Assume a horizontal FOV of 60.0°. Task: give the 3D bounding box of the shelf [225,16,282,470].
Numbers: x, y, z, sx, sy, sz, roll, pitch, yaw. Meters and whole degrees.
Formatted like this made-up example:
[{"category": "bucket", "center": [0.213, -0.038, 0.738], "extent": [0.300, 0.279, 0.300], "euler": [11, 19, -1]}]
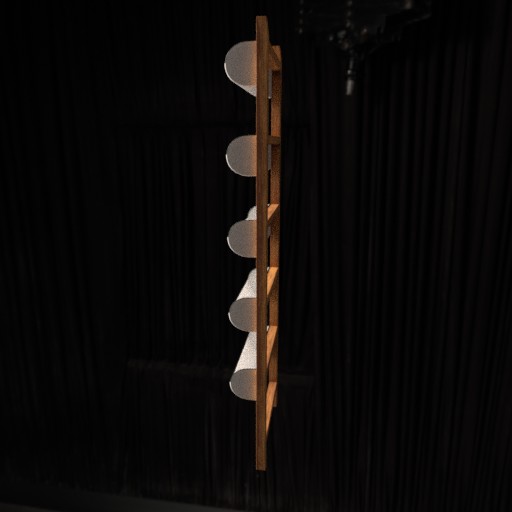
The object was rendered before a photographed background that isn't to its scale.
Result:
[{"category": "shelf", "center": [0.000, 0.000, 1.749], "extent": [0.141, 1.600, 0.454], "euler": [2, 15, 8]}]
